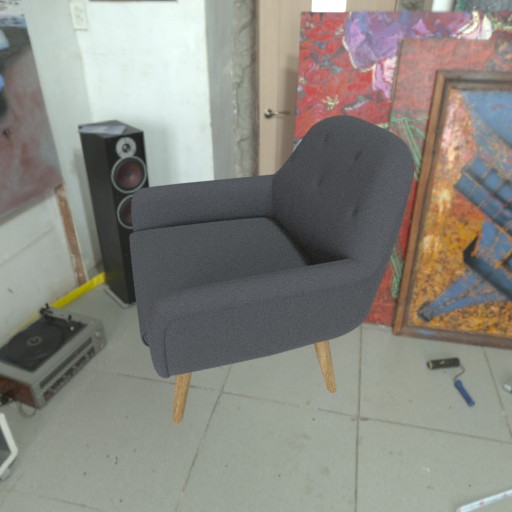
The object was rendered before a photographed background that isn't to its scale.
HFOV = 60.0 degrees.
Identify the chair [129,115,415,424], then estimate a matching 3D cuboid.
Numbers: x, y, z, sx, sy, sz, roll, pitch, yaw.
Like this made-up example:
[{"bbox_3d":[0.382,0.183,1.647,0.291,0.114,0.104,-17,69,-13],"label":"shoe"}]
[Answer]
[{"bbox_3d":[0.000,0.000,1.441,0.779,0.800,0.770,-8,31,-14],"label":"chair"}]
